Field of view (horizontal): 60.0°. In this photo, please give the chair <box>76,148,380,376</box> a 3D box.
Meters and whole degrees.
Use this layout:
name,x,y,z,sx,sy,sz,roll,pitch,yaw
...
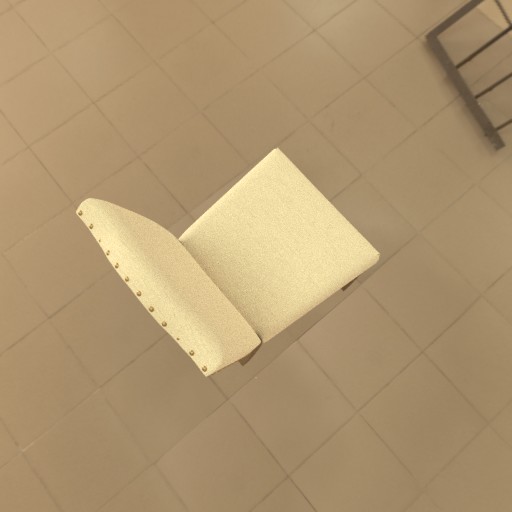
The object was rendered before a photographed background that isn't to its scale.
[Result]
name,x,y,z,sx,sy,sz,roll,pitch,yaw
chair,0.000,0.000,1.363,0.619,1.015,0.508,-39,78,-10
